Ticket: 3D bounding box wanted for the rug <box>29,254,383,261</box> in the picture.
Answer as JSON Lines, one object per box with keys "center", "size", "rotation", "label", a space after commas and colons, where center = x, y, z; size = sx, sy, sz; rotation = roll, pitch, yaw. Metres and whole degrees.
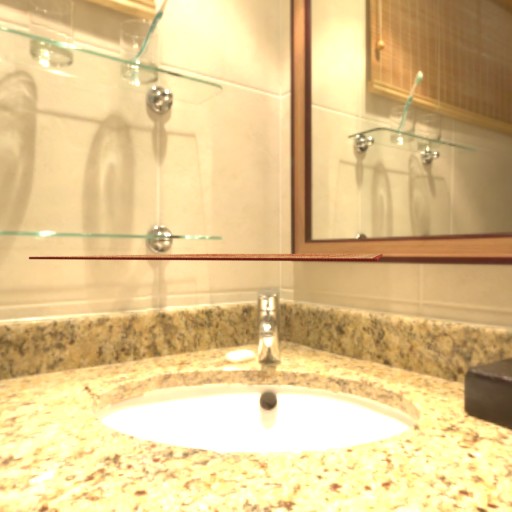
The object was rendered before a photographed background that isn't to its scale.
{"center": [0.000, 0.000, 2.933], "size": [1.593, 0.013, 2.211], "rotation": [0, 1, 16], "label": "rug"}
